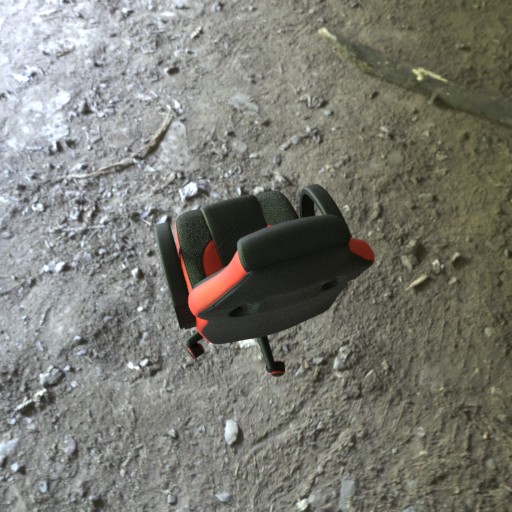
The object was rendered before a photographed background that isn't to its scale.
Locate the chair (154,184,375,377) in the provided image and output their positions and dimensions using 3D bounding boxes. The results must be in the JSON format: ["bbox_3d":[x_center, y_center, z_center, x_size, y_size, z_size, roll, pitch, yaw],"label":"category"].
[{"bbox_3d":[0.000,0.000,1.412,0.600,1.016,0.642,-16,60,-9],"label":"chair"}]
